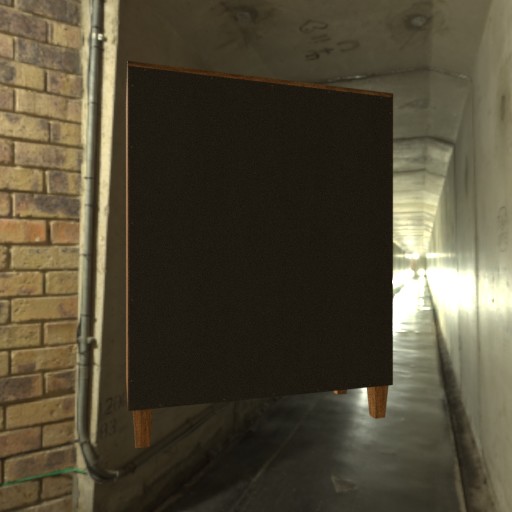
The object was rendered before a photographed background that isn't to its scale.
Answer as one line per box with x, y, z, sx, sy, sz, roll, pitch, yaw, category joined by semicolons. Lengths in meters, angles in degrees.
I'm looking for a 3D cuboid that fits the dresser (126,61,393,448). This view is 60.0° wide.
0.000;0.000;1.907;1.067;1.359;0.438;0;0;-17;dresser
